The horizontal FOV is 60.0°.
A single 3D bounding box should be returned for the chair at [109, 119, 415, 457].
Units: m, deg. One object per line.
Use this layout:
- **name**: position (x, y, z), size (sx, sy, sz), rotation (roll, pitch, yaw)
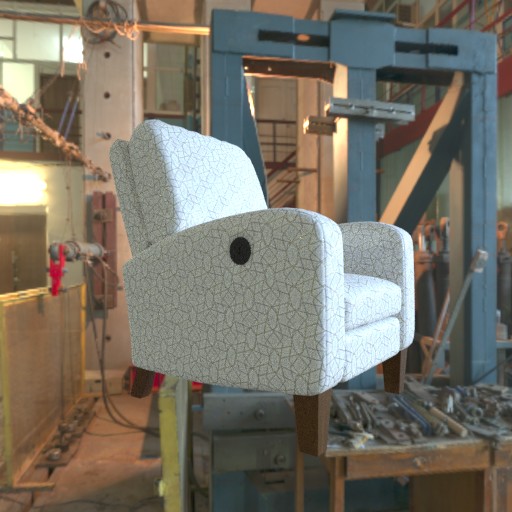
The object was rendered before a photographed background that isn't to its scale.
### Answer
- **chair**: position (0.000, 0.000, 1.727), size (0.995, 1.064, 0.796), rotation (0, 0, 36)
